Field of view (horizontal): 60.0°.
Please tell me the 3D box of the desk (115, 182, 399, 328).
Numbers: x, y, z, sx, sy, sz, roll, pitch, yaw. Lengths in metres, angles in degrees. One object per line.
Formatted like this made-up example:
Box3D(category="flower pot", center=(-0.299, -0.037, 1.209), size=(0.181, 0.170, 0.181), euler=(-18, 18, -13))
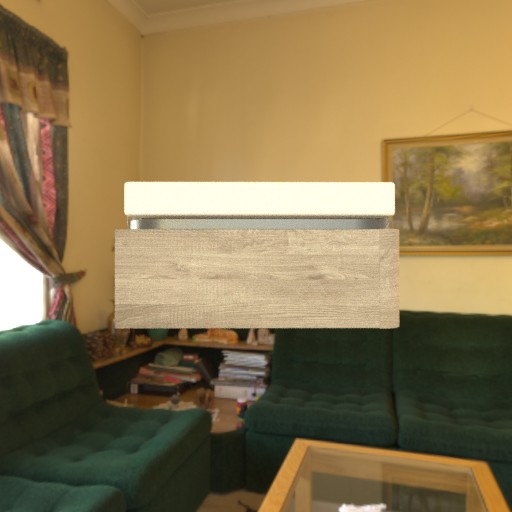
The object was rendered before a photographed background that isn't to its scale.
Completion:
Box3D(category="desk", center=(0.000, 0.000, 2.305), size=(0.900, 0.455, 1.900), euler=(0, 0, -1))
